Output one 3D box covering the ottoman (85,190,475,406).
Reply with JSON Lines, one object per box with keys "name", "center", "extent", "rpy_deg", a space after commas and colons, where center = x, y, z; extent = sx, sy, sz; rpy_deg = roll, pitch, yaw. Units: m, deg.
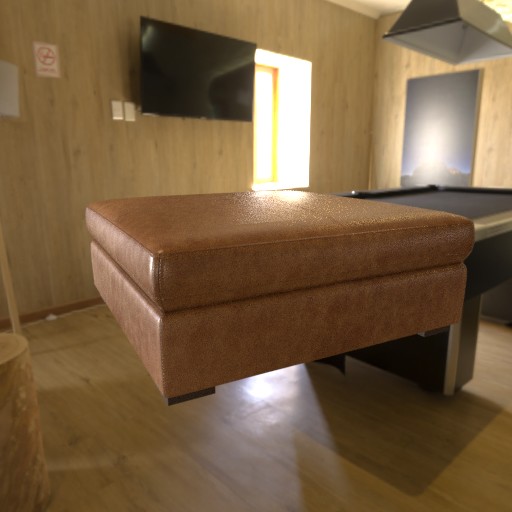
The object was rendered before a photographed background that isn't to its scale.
{"name": "ottoman", "center": [0.000, 0.000, 1.840], "extent": [1.169, 0.483, 1.168], "rpy_deg": [-7, 15, -27]}
